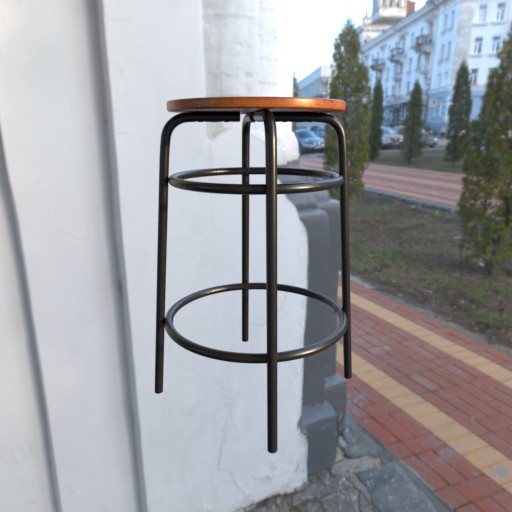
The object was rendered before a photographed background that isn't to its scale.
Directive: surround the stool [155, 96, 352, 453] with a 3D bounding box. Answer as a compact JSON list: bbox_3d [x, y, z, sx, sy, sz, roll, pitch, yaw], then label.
[{"bbox_3d":[0.000,0.000,0.930,0.455,0.610,0.455,-2,16,-8],"label":"stool"}]
